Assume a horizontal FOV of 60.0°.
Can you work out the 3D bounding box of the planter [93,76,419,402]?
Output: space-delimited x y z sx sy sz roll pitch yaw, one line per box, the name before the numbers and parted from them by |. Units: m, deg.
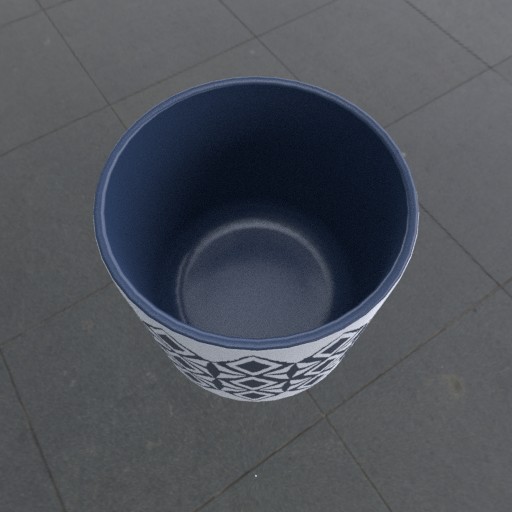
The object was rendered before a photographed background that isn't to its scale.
planter | 0.000 0.000 0.396 0.224 0.203 0.224 0 64 0
